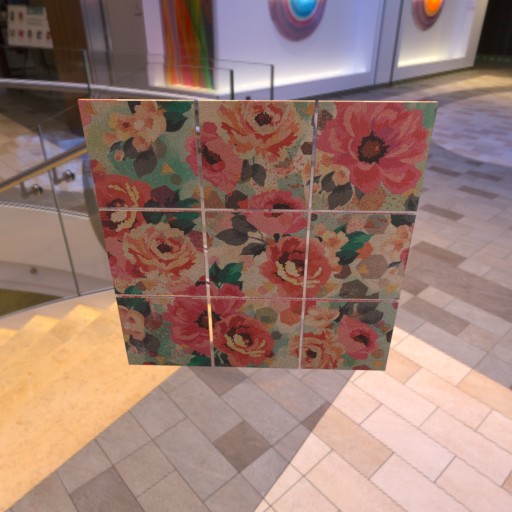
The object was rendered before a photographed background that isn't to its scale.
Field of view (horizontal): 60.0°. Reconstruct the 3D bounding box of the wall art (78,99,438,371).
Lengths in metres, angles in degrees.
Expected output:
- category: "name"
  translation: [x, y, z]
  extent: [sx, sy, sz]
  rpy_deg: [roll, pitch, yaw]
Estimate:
- category: "wall art"
  translation: [0.000, 0.000, 1.351]
  extent: [0.911, 0.910, 0.012]
  rpy_deg: [1, 30, 2]
